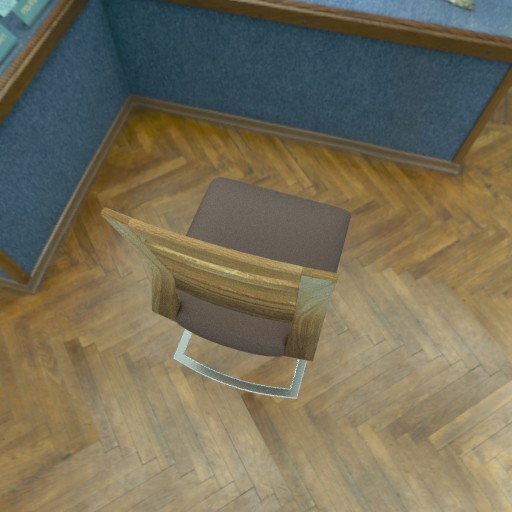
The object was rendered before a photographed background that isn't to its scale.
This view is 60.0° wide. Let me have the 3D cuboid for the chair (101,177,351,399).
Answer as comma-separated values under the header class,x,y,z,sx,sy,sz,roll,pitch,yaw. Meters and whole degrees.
class,x,y,z,sx,sy,sz,roll,pitch,yaw
chair,0.000,0.000,1.244,0.460,0.970,0.570,16,64,8
